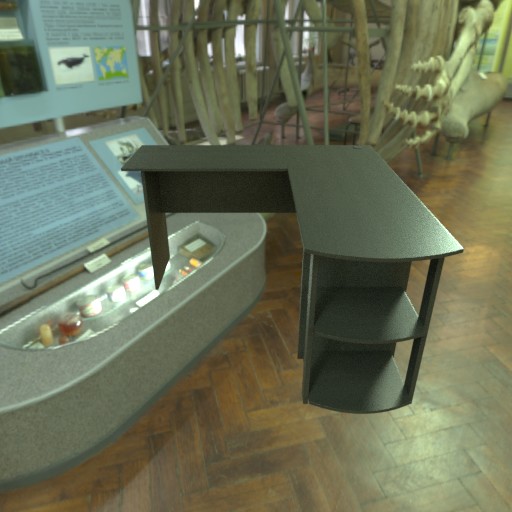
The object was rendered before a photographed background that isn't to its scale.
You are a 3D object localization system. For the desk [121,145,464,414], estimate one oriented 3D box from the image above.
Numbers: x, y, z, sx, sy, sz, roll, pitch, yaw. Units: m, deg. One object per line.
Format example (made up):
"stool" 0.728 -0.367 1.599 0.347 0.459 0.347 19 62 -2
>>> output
"desk" 0.000 0.000 2.099 1.303 0.716 1.361 0 28 0
